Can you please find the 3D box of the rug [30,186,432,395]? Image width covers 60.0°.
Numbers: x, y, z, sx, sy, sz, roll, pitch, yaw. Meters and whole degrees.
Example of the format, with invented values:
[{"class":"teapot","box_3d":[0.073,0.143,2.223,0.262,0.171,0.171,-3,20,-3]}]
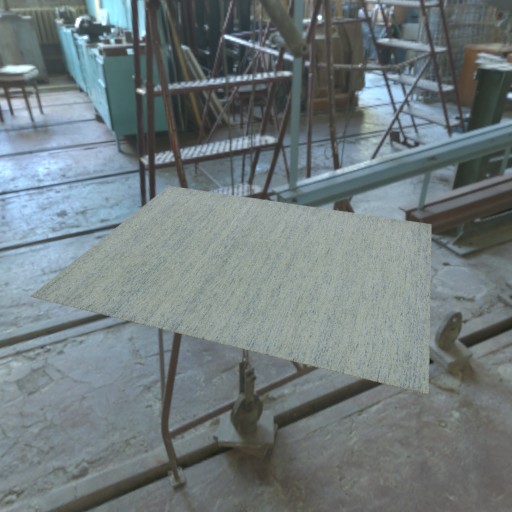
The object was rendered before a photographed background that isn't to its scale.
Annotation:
[{"class":"rug","box_3d":[0.000,0.000,4.280,3.197,0.006,2.438,10,34,16]}]
